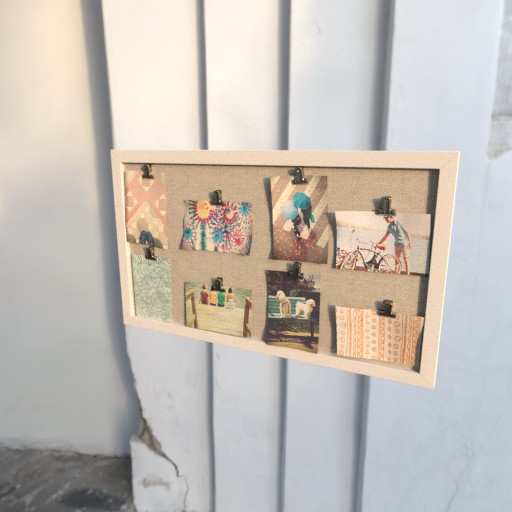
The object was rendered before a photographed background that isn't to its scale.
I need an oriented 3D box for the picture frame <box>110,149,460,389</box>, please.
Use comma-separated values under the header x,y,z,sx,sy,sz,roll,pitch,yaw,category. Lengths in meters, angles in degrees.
x,y,z,sx,sy,sz,roll,pitch,yaw,category
0.000,0.000,0.816,0.647,0.379,0.044,6,15,24,picture frame
